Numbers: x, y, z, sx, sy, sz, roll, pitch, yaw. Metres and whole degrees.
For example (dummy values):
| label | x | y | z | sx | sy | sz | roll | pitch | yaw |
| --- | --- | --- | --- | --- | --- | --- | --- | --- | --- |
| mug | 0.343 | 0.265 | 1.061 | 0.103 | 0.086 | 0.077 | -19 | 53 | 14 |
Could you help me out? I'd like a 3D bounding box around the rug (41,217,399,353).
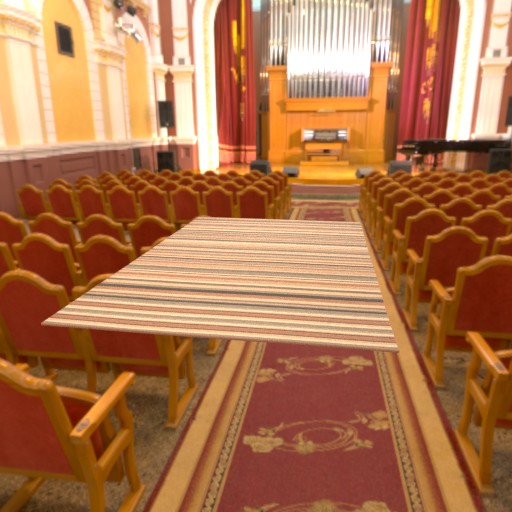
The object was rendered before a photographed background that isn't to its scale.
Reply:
| label | x | y | z | sx | sy | sz | roll | pitch | yaw |
| --- | --- | --- | --- | --- | --- | --- | --- | --- | --- |
| rug | 0.000 | 0.000 | 2.985 | 1.523 | 0.014 | 2.438 | 3 | 16 | 9 |
